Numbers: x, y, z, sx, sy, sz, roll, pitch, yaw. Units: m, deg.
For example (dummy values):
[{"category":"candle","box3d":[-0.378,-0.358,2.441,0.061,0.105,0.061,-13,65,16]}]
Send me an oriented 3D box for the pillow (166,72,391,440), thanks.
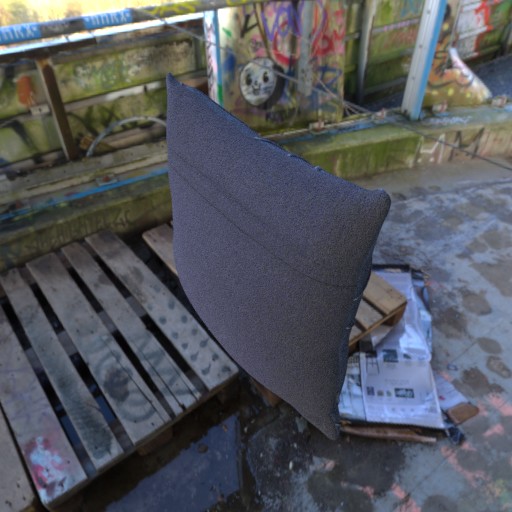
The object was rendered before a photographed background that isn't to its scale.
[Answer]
[{"category":"pillow","box3d":[0.000,0.000,0.672,0.183,0.440,0.439,-26,48,-26]}]
